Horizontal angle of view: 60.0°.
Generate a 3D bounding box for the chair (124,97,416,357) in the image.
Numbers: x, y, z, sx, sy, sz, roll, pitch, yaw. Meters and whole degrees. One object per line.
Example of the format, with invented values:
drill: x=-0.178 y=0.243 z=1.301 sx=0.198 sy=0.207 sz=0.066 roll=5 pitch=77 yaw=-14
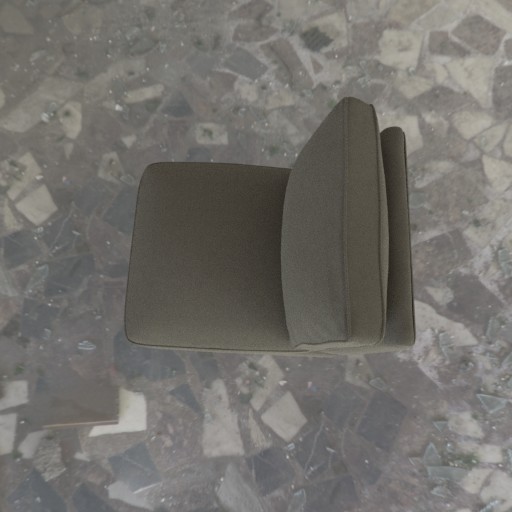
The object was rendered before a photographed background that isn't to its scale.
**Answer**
chair: x=0.000 y=0.000 z=1.679 sx=0.924 sy=1.045 sz=0.724 roll=2 pitch=75 yaw=1
